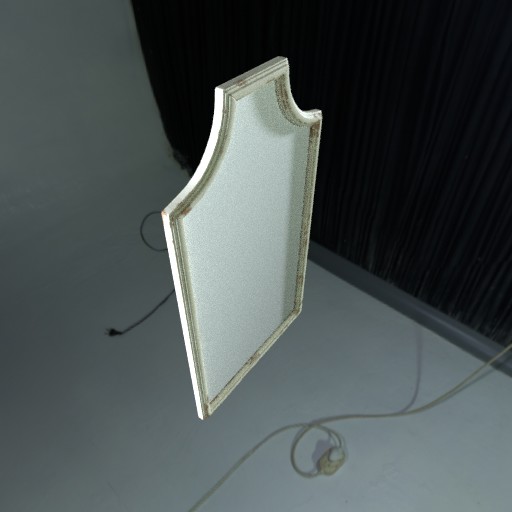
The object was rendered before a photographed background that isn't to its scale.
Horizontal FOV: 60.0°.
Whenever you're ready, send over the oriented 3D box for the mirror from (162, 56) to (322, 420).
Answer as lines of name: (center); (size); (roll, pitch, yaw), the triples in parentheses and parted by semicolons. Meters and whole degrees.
mirror: (0.000, 0.000, 0.877); (0.022, 0.717, 0.403); (27, 50, 26)
